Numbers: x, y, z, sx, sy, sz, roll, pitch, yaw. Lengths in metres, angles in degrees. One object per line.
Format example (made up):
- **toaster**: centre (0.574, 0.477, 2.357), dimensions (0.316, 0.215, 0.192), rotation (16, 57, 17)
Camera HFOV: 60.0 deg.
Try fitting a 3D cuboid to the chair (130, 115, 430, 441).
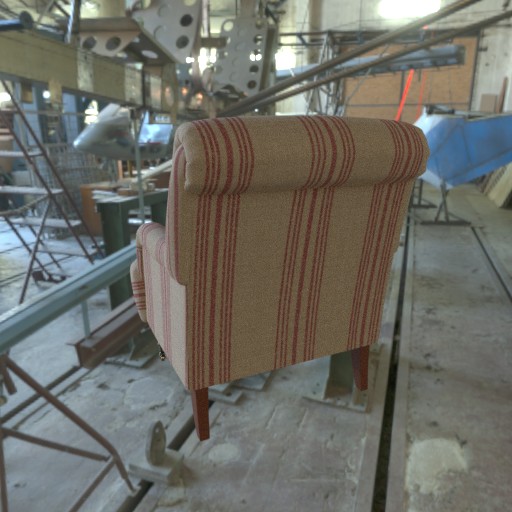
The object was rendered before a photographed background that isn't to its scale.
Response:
- **chair**: centre (0.000, 0.000, 1.889), dimensions (0.933, 1.123, 1.058), rotation (-8, 18, -25)
